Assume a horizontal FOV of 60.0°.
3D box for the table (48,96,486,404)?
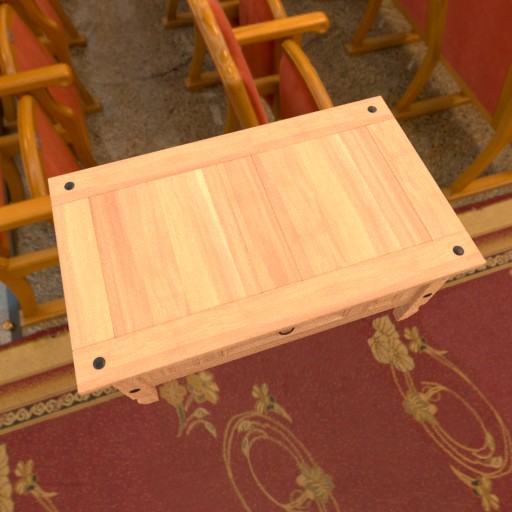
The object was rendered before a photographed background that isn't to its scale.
[{"bbox_3d":[0.000,0.000,1.341,1.000,0.437,0.600,-16,64,-8],"label":"table"}]
